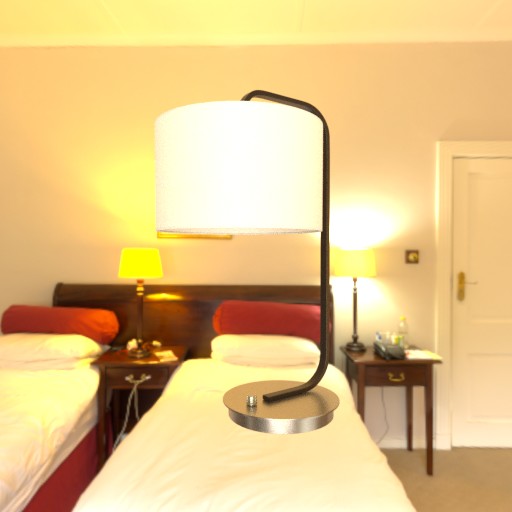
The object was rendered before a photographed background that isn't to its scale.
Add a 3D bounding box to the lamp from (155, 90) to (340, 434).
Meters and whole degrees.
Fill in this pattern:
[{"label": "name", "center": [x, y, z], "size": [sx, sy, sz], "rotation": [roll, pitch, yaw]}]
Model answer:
[{"label": "lamp", "center": [0.000, 0.000, 0.637], "size": [0.288, 0.473, 0.230], "rotation": [-1, 1, -37]}]
